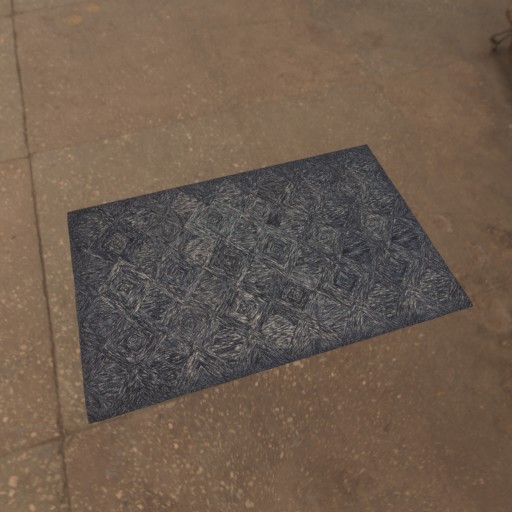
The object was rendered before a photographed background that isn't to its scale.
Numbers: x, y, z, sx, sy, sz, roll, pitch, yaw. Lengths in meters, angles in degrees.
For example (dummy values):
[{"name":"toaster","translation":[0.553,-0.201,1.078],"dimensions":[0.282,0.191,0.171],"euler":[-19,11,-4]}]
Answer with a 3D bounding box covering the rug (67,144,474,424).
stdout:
[{"name":"rug","translation":[0.000,0.000,2.199],"dimensions":[1.754,0.010,1.139],"euler":[-15,57,-10]}]
